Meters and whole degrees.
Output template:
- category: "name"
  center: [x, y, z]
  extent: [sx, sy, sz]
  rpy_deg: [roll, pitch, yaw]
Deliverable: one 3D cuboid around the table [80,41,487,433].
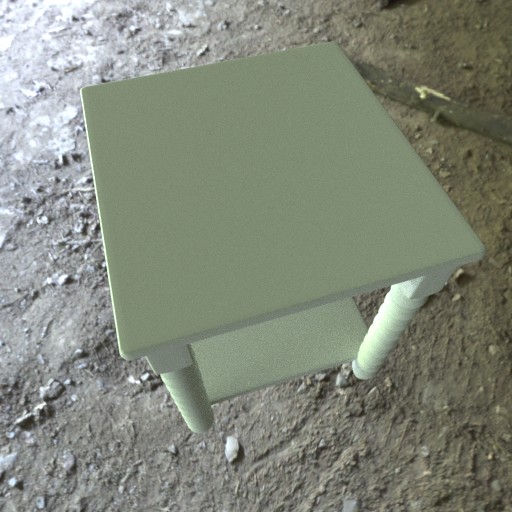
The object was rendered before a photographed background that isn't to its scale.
- category: "table"
  center: [0.000, 0.000, 0.933]
  extent: [0.500, 0.563, 0.533]
  rpy_deg: [-15, 58, -9]
